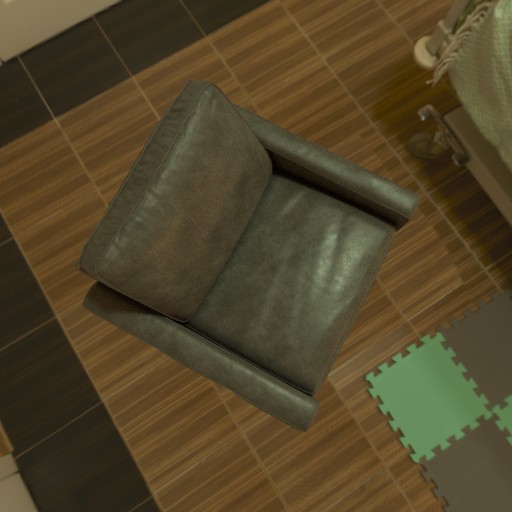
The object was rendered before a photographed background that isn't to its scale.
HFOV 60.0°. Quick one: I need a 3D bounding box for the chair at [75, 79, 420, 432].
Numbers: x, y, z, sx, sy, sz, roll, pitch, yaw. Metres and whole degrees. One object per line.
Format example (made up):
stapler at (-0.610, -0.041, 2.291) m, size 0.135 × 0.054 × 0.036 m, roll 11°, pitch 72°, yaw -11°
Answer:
chair at (0.000, 0.000, 1.769) m, size 0.939 × 0.916 × 1.006 m, roll 28°, pitch 79°, yaw 6°
